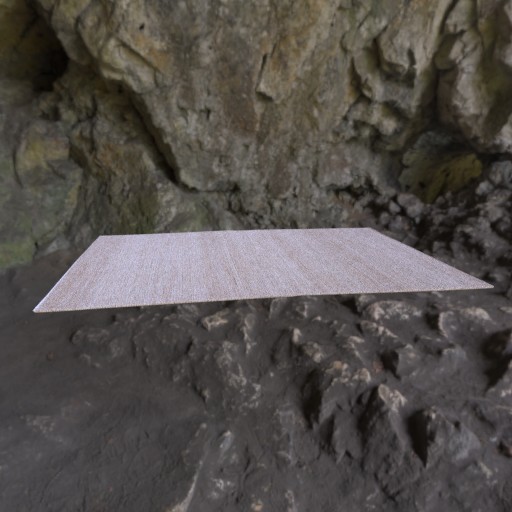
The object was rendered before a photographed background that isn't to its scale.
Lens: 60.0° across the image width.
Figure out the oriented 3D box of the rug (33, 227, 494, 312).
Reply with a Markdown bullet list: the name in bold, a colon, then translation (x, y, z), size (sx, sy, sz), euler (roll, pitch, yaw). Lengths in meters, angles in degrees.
- **rug**: translation (0.000, 0.000, 2.917), size (2.283, 0.030, 1.596), euler (-2, 15, -8)
